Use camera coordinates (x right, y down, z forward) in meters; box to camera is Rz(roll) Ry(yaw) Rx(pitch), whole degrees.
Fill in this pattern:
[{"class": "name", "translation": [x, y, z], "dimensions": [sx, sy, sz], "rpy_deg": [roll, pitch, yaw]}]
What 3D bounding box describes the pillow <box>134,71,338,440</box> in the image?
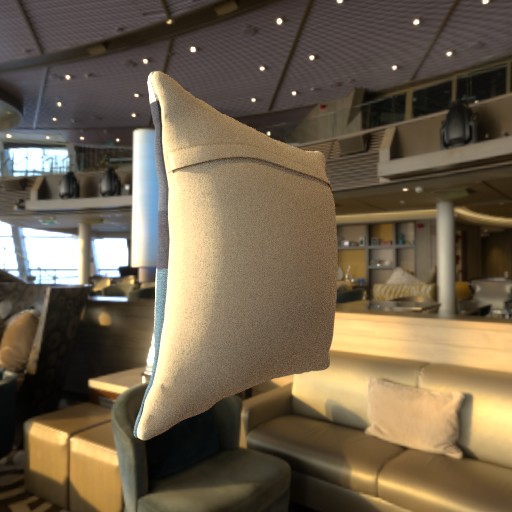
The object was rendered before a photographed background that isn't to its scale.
[{"class": "pillow", "translation": [0.000, 0.000, 0.808], "dimensions": [0.229, 0.506, 0.536], "rpy_deg": [-1, -2, 36]}]
